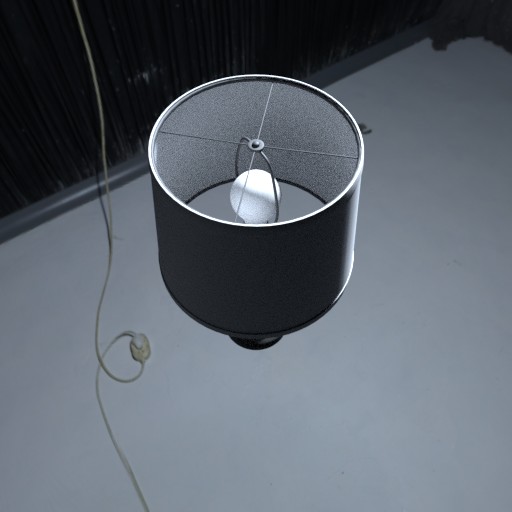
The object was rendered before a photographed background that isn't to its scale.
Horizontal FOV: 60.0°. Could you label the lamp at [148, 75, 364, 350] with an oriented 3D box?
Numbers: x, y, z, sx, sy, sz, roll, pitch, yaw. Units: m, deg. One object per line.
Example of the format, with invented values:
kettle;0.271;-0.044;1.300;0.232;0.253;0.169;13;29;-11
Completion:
lamp;0.000;0.000;0.733;0.310;0.501;0.310;0;57;0
